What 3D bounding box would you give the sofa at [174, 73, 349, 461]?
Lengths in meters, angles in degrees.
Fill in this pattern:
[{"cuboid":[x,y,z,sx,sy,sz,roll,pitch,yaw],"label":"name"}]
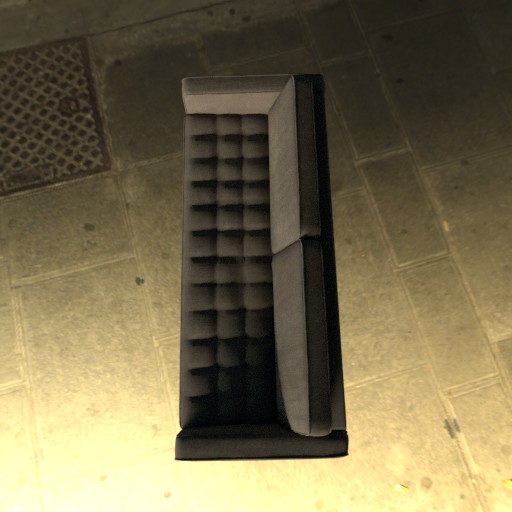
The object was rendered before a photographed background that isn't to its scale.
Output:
[{"cuboid":[0.000,0.000,2.702,0.923,0.813,2.295,-1,76,0],"label":"sofa"}]
